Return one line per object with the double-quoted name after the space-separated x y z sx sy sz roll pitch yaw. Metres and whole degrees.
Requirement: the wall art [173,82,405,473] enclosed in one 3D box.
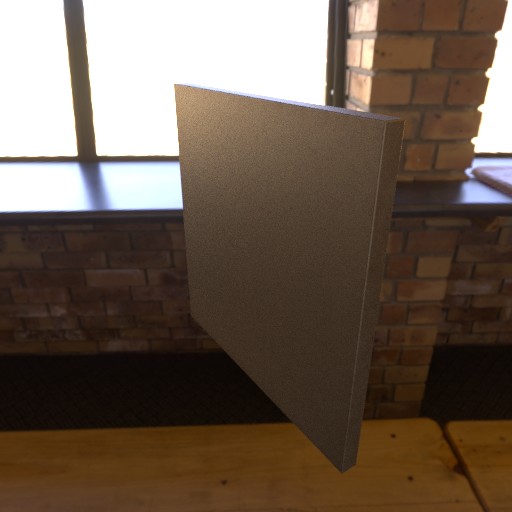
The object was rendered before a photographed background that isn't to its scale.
0.000 0.000 0.740 0.030 0.506 0.503 -16 30 -30 "wall art"
